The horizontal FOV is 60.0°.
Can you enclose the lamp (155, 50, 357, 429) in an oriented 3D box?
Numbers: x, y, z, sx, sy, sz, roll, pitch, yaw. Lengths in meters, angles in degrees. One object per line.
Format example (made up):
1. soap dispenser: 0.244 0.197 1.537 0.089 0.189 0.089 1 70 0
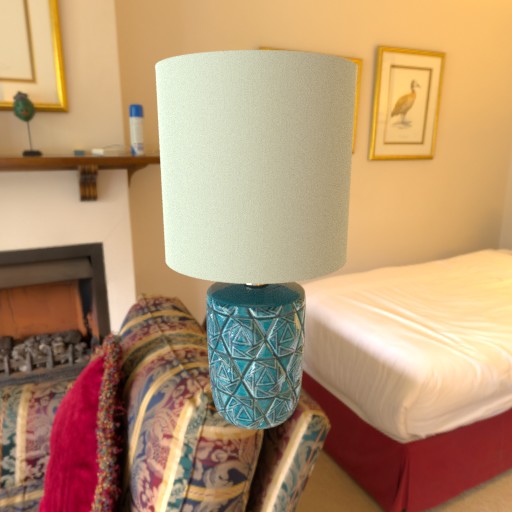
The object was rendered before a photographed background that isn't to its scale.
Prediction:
1. lamp: 0.000 0.000 0.481 0.193 0.377 0.193 7 16 26
